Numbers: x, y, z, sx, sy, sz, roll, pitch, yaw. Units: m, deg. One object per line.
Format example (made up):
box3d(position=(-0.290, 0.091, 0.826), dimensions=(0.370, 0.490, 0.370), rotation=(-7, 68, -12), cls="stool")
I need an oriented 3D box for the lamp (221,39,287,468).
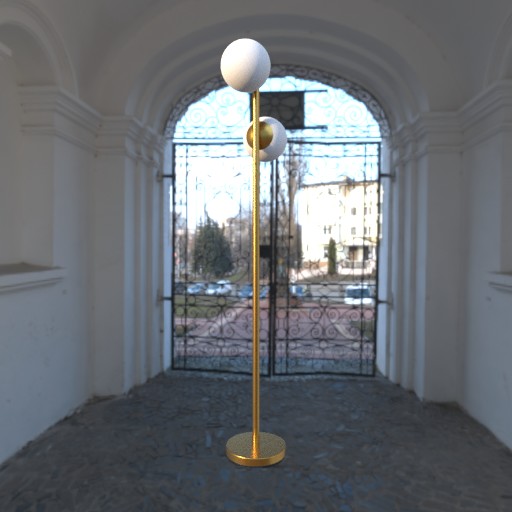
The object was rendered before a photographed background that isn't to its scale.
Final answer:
box3d(position=(0.000, 0.000, 1.815), dimensions=(0.249, 1.641, 0.419), rotation=(1, 2, 20), cls="lamp")
